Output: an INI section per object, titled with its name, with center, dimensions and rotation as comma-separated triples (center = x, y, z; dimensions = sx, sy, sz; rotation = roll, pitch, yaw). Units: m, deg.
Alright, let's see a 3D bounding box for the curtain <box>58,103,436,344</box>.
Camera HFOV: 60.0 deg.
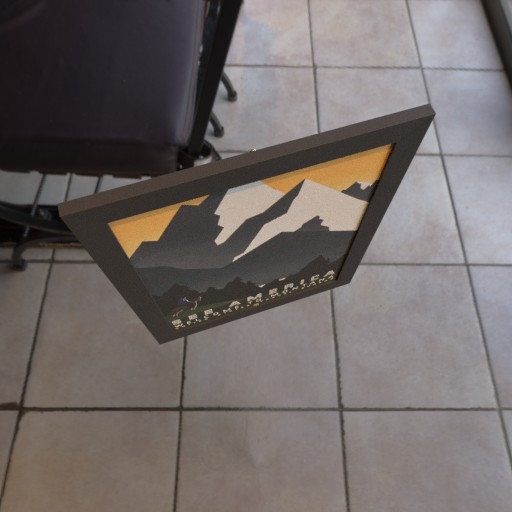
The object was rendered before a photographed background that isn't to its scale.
[curtain]
center = 0.000, 0.000, 0.810
dimensions = 0.483, 0.585, 0.027
rotation = -17, 66, -8
